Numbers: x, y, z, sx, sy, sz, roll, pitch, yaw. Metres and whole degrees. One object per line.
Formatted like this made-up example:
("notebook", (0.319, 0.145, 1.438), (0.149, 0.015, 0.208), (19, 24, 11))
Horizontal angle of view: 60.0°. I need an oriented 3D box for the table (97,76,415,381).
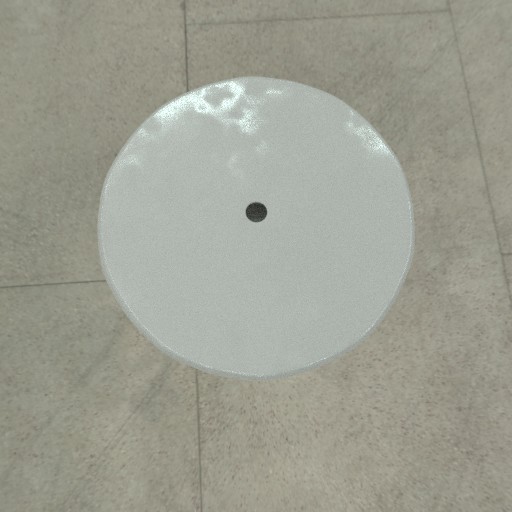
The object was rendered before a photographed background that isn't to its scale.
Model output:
("table", (0.000, 0.000, 0.665), (0.352, 0.387, 0.352), (0, 76, 0))
